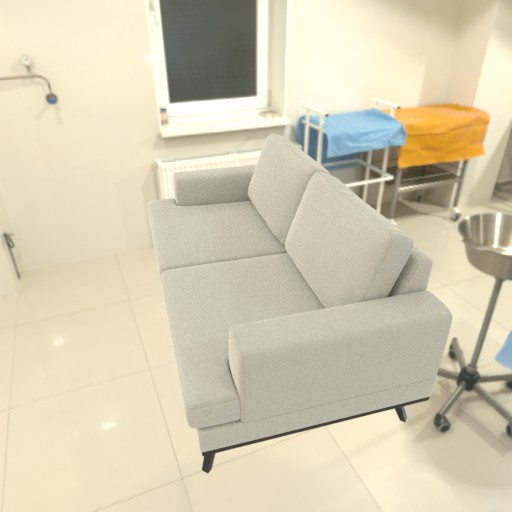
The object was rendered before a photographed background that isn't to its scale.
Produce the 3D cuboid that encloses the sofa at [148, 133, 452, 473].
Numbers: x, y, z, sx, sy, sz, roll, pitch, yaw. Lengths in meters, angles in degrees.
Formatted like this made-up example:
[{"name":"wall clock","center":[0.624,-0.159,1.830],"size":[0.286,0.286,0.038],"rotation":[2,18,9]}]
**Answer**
[{"name":"sofa","center":[0.000,0.000,2.124],"size":[0.920,0.810,1.650],"rotation":[-8,31,-14]}]
